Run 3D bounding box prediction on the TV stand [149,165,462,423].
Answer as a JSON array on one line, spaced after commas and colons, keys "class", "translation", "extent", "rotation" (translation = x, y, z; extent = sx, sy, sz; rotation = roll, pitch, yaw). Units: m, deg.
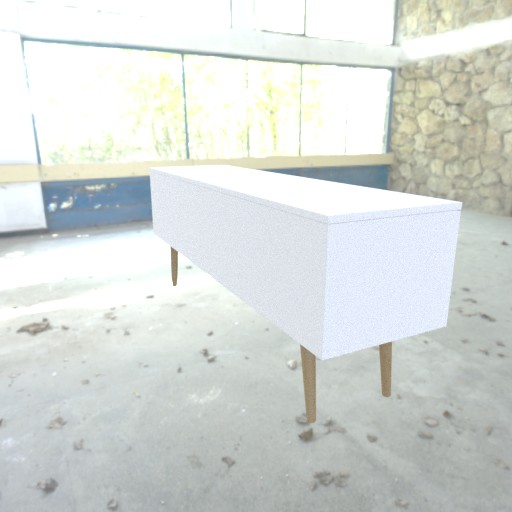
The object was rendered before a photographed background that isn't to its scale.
[{"class": "TV stand", "translation": [0.000, 0.000, 1.626], "extent": [0.401, 0.560, 1.398], "rotation": [-8, 17, -26]}]
